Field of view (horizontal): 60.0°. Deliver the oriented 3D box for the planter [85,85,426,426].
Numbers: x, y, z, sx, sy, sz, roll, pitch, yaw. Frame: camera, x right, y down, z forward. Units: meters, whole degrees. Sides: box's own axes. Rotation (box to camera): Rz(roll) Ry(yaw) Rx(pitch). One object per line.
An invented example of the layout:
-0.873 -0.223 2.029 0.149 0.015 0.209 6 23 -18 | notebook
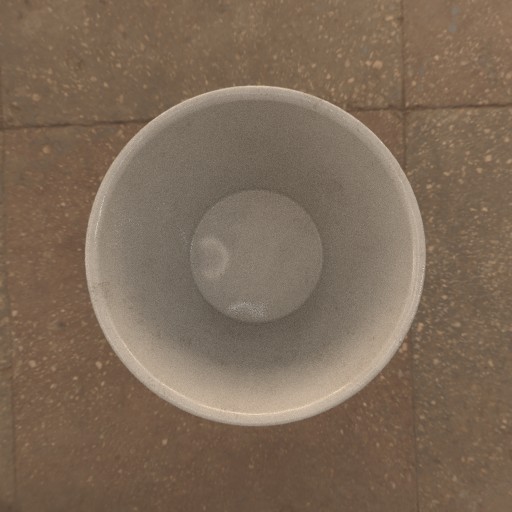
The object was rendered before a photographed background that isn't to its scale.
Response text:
0.000 0.000 0.447 0.260 0.220 0.260 0 90 0 | planter
